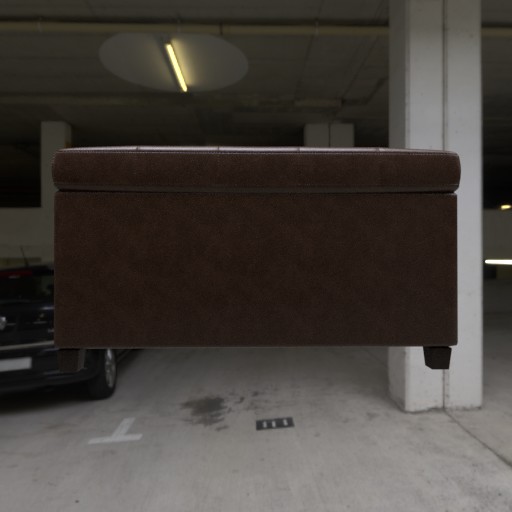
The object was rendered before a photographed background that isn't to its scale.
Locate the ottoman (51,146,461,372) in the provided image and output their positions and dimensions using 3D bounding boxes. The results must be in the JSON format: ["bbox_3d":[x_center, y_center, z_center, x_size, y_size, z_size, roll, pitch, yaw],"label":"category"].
[{"bbox_3d":[0.000,0.000,1.105,0.838,0.470,0.432,0,0,-2],"label":"ottoman"}]
